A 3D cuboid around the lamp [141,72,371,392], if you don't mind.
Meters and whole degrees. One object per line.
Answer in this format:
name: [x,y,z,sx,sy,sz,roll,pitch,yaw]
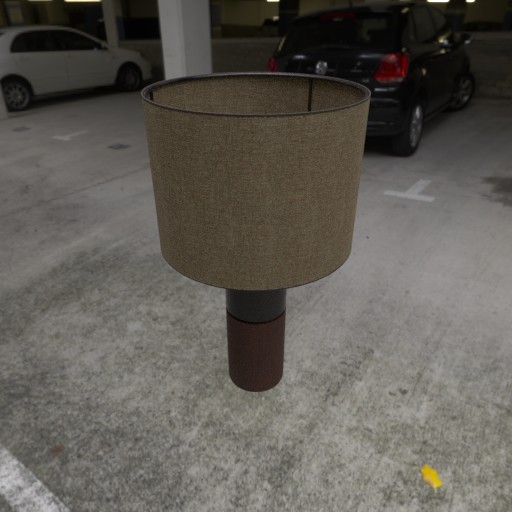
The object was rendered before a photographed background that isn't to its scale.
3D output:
lamp: [0.000,0.000,0.487,0.202,0.350,0.202,0,30,0]
